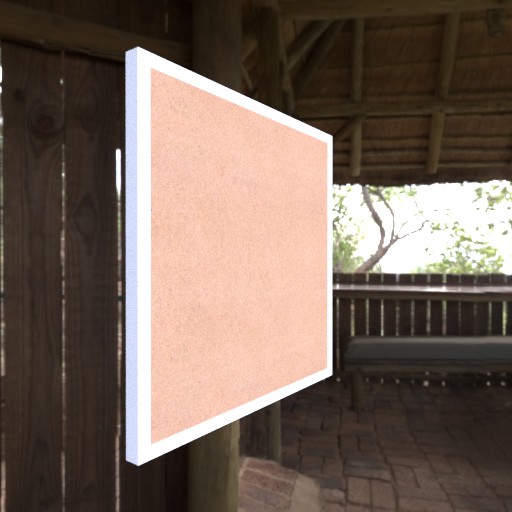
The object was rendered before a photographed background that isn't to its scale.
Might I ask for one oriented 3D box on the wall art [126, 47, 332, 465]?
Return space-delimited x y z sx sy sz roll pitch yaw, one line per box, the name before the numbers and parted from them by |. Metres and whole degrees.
wall art | 0.000 0.000 1.119 0.036 0.760 0.760 0 0 37
